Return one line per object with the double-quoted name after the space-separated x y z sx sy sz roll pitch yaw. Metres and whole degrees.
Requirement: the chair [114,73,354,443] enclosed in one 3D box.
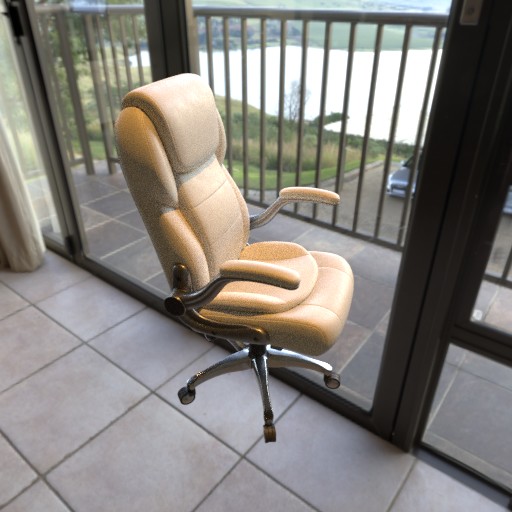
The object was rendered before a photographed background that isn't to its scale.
0.000 0.000 1.819 0.806 1.330 0.755 10 33 17 "chair"
